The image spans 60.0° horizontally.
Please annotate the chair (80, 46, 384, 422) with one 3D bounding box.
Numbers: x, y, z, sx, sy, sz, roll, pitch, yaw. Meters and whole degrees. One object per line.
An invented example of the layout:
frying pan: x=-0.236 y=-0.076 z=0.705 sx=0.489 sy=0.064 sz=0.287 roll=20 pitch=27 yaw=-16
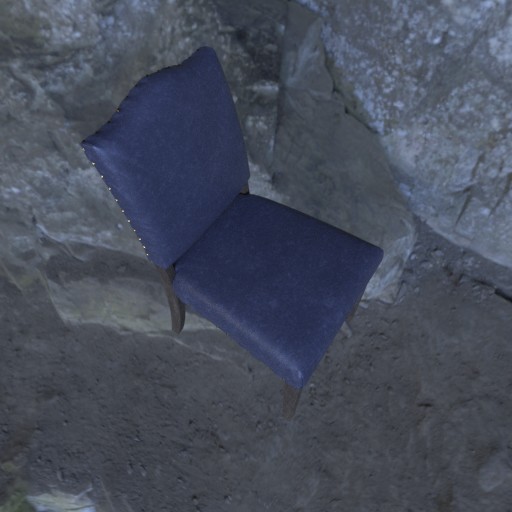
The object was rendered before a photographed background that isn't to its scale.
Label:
chair: x=0.000 y=0.000 z=1.327 sx=0.633 sy=0.991 sz=0.500 roll=30 pitch=62 yaw=17
